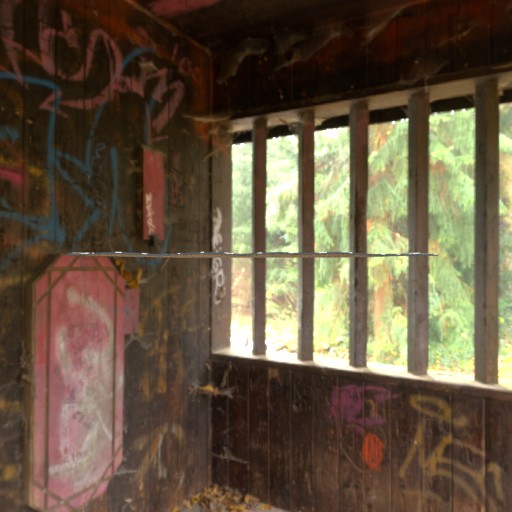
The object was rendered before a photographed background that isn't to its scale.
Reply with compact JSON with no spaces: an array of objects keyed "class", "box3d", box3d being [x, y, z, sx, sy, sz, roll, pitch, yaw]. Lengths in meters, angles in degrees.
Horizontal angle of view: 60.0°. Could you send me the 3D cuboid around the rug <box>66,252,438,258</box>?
[{"class":"rug","box3d":[0.000,0.000,3.035,1.529,0.017,2.448,0,0,1]}]
